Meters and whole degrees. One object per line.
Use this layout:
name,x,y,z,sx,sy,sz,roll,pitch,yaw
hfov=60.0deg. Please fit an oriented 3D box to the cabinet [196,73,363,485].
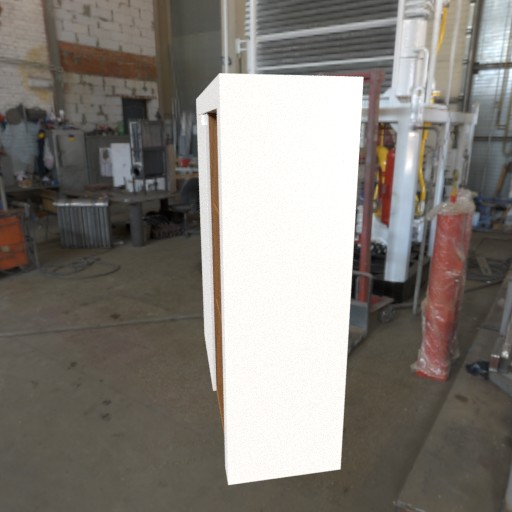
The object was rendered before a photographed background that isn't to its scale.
cabinet,0.000,0.000,1.645,0.348,1.150,0.990,-3,17,-10
